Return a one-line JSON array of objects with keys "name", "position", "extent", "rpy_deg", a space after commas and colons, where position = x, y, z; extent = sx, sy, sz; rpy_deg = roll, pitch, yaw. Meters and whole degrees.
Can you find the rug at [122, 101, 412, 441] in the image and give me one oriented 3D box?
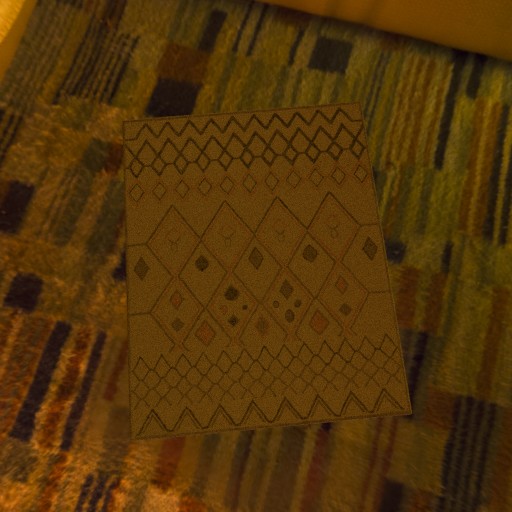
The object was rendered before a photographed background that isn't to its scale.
[{"name": "rug", "position": [0.000, 0.000, 4.166], "extent": [2.441, 0.016, 3.050], "rpy_deg": [-5, 77, -1]}]
